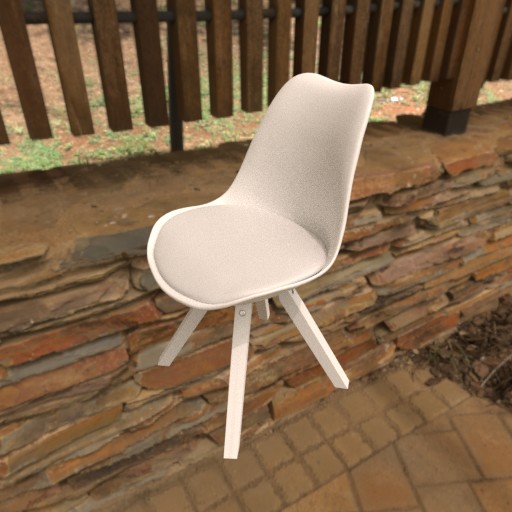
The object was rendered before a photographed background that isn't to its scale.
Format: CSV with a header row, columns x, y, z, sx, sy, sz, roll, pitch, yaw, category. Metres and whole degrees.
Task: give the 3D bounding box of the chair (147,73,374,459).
x,y,z,sx,sy,sz,roll,pitch,yaw,category
0.000,0.000,1.191,0.550,0.850,0.485,-20,36,-30,chair
